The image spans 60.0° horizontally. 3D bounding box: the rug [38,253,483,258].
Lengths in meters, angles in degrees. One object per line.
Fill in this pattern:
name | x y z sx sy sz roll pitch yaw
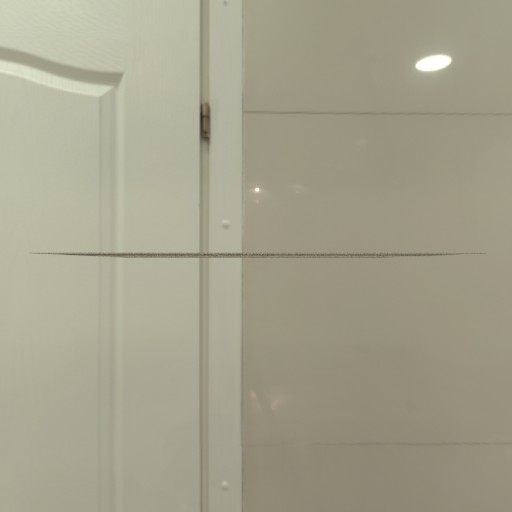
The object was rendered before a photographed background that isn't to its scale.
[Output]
rug | 0.000 0.000 4.138 3.037 0.004 2.453 0 -1 -2
